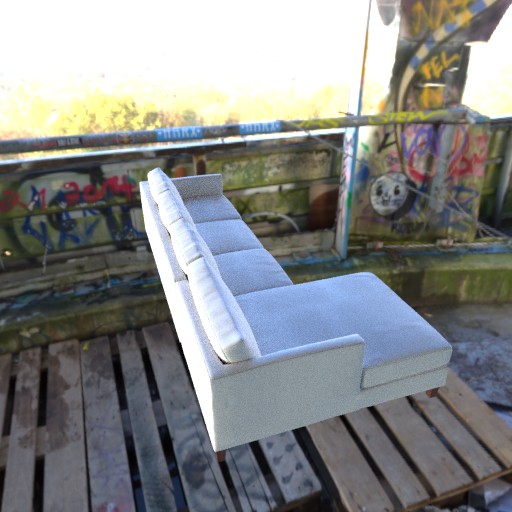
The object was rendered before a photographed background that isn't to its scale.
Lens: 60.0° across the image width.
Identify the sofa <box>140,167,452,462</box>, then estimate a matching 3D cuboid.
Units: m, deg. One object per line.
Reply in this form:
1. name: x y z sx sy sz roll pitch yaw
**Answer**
1. sofa: 0.000 0.000 3.919 1.625 0.861 3.186 -10 30 -17
